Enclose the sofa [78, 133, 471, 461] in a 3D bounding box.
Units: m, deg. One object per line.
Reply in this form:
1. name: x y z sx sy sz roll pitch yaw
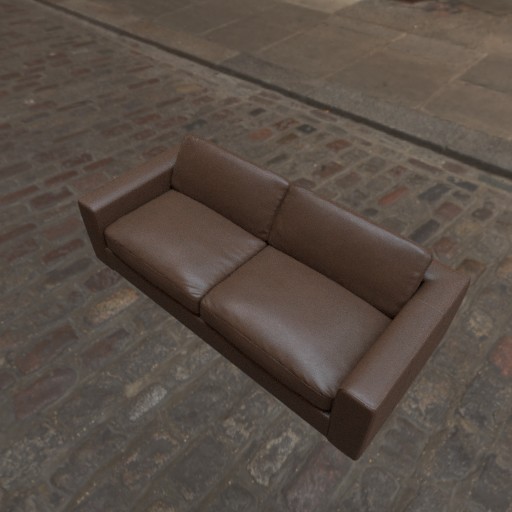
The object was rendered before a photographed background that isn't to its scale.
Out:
1. sofa: 0.000 0.000 2.791 2.262 0.801 1.070 32 53 28
